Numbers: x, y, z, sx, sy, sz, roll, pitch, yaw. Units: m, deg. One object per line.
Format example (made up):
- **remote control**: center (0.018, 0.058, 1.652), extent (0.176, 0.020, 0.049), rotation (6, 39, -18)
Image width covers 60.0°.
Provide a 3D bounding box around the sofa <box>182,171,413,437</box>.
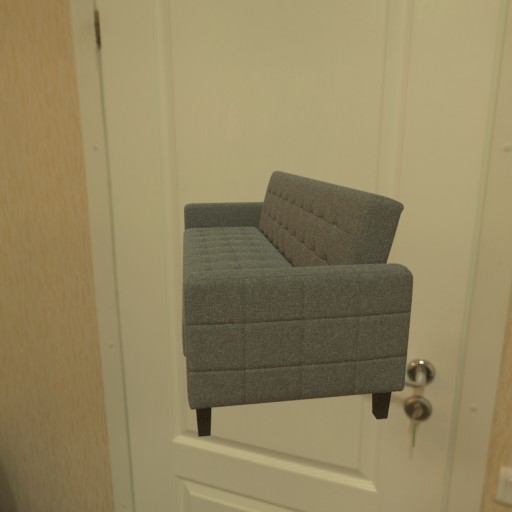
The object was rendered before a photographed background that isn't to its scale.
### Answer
- **sofa**: center (0.000, 0.000, 2.470), extent (0.810, 0.850, 2.040), rotation (-2, 14, -9)
